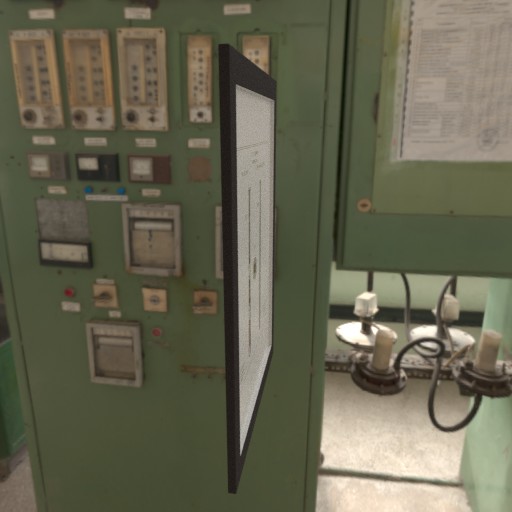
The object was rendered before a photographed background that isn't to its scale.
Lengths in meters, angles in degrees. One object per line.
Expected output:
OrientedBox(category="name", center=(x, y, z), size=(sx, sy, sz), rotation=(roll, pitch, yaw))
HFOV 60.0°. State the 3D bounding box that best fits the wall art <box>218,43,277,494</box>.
OrientedBox(category="wall art", center=(0.000, 0.000, 0.672), size=(0.012, 0.529, 0.374), rotation=(3, 17, 9))
